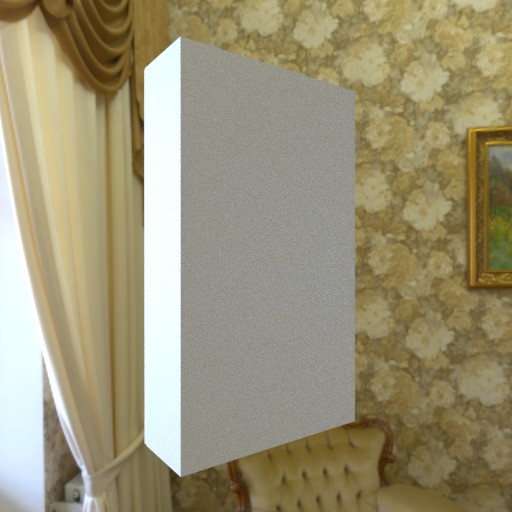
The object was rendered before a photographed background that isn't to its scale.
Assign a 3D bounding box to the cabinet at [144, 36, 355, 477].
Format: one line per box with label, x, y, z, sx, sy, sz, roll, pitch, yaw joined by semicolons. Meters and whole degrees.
cabinet;0.000;0.000;2.723;1.250;2.160;0.480;0;0;-36
